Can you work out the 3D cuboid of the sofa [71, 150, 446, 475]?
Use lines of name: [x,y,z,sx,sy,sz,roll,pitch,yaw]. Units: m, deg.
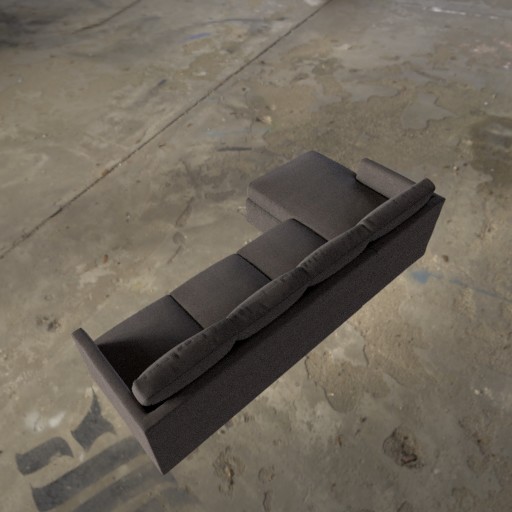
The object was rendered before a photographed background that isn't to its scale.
sofa: [0.000,0.000,3.868,3.205,0.922,1.650,-33,54,-28]
